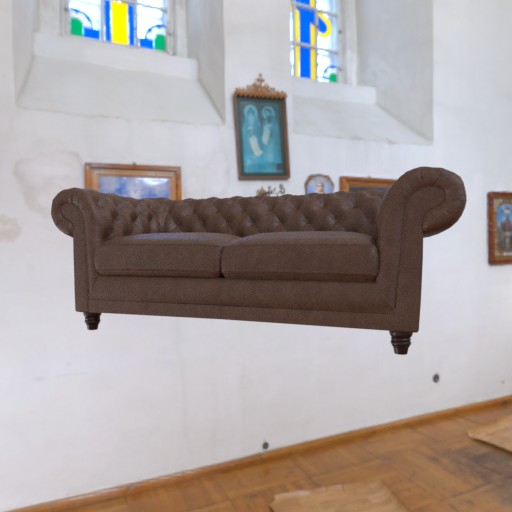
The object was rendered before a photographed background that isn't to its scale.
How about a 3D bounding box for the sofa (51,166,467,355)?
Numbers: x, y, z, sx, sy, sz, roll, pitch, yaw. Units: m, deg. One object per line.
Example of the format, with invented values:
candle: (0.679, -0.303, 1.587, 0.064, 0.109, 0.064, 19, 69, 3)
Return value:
sofa: (0.000, 0.000, 2.461, 2.048, 0.784, 0.955, 0, 1, 20)
